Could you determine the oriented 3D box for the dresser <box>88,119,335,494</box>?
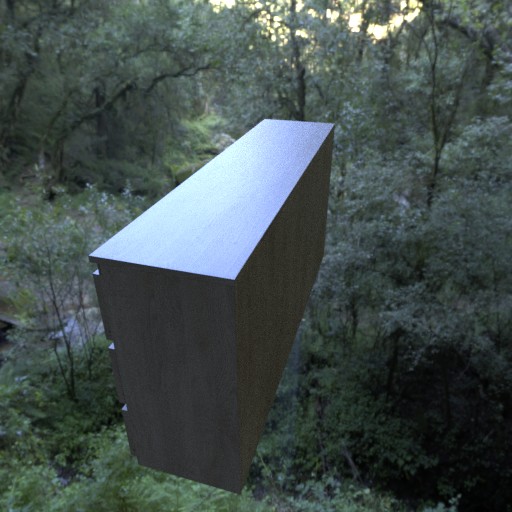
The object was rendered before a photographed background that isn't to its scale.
[{"bbox_3d":[0.000,0.000,1.899,0.390,0.795,1.590,8,30,14],"label":"dresser"}]
